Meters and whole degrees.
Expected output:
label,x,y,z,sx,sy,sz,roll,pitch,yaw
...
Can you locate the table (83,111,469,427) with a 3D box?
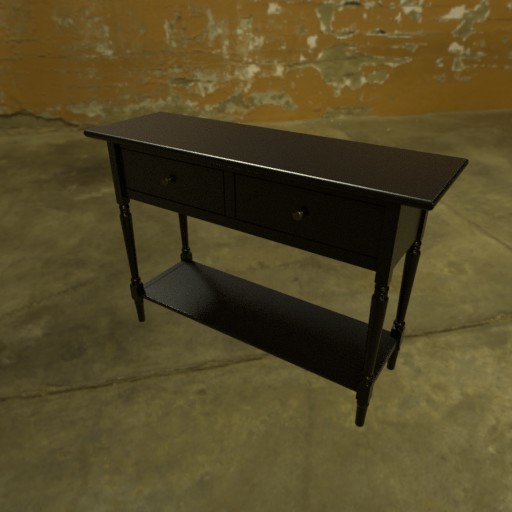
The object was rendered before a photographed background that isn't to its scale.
label,x,y,z,sx,sy,sz,roll,pitch,yaw
table,0.000,0.000,1.597,1.191,0.819,0.386,18,34,29
